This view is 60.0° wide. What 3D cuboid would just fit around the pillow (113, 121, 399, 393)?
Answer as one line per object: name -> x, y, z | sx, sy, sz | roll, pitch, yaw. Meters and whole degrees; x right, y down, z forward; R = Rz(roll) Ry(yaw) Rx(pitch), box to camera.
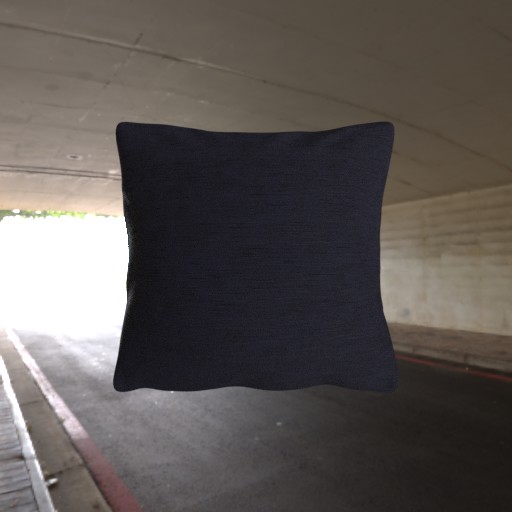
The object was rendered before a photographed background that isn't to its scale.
pillow -> 0.000, 0.000, 0.677 | 0.432, 0.414, 0.246 | 0, -2, 0
